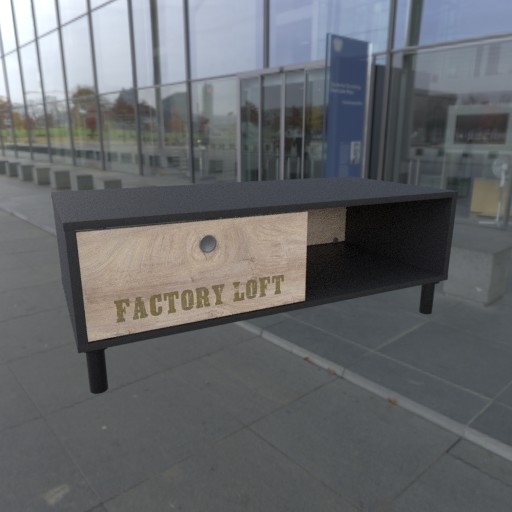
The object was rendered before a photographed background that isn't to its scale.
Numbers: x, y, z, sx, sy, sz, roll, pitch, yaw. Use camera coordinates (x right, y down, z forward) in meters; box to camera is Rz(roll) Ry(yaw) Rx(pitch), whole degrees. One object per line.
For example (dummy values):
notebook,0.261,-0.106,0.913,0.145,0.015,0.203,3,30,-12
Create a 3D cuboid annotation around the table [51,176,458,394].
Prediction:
table,0.000,0.000,1.379,1.100,0.400,0.550,-8,17,-25
